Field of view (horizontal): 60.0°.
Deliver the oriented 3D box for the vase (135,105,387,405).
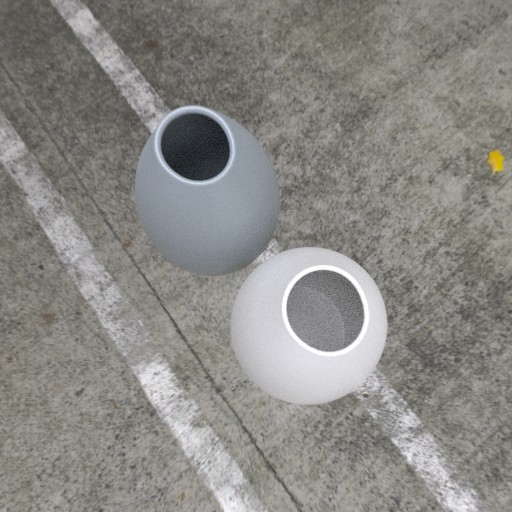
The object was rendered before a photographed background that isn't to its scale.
[{"bbox_3d":[0.000,0.000,0.259,0.089,0.131,0.187,-36,78,-9],"label":"vase"}]
